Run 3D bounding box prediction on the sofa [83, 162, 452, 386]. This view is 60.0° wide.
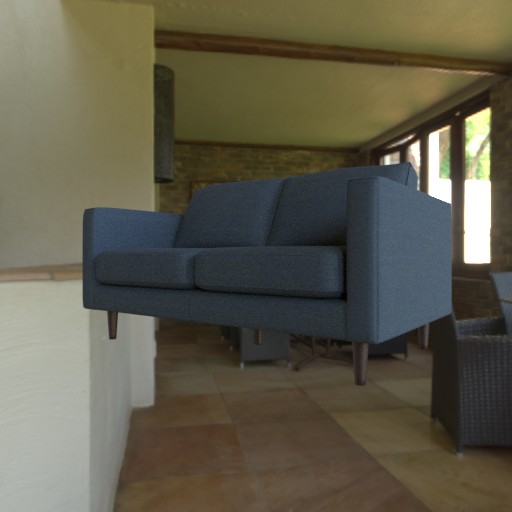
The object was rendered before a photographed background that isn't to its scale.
[{"bbox_3d":[0.000,0.000,2.274,1.659,0.907,0.999,0,0,37],"label":"sofa"}]
